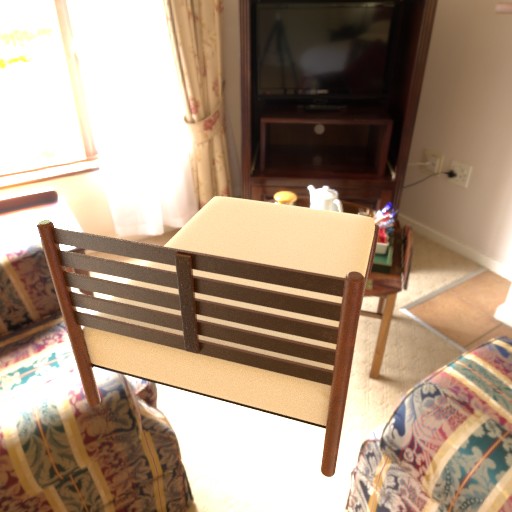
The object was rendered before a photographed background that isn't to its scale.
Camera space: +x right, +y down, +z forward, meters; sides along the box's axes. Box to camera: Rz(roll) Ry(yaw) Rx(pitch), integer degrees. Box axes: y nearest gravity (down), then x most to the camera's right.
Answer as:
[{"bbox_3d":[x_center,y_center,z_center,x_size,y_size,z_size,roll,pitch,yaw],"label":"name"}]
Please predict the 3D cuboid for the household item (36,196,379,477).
[{"bbox_3d":[0.000,0.000,3.287,1.663,1.356,2.232,10,33,15],"label":"household item"}]
